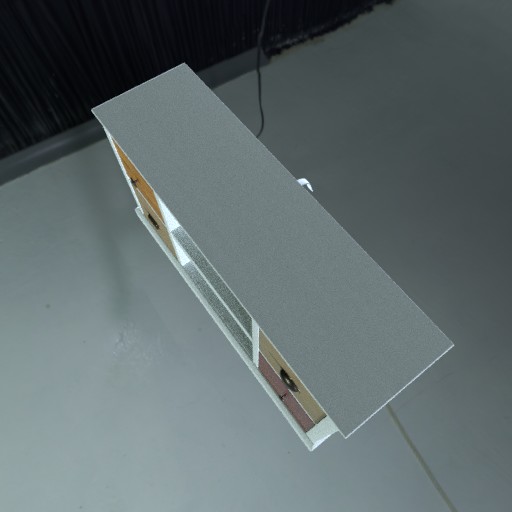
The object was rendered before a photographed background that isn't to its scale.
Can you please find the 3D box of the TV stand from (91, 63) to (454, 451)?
[{"bbox_3d":[0.000,0.000,1.504,0.424,0.624,1.187,-34,69,-15],"label":"TV stand"}]
